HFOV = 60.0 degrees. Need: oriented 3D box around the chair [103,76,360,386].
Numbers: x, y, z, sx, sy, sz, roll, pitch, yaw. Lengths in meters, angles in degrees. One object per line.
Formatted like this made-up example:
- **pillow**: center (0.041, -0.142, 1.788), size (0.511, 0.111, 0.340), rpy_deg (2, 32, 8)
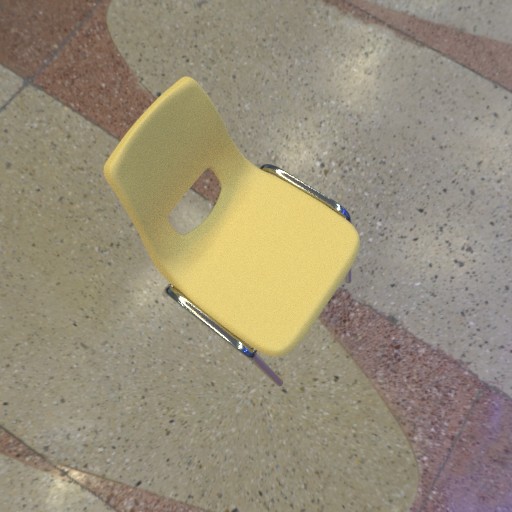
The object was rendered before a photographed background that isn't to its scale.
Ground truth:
- **chair**: center (0.000, 0.000, 0.978), size (0.436, 0.704, 0.381), rpy_deg (34, 77, 9)
